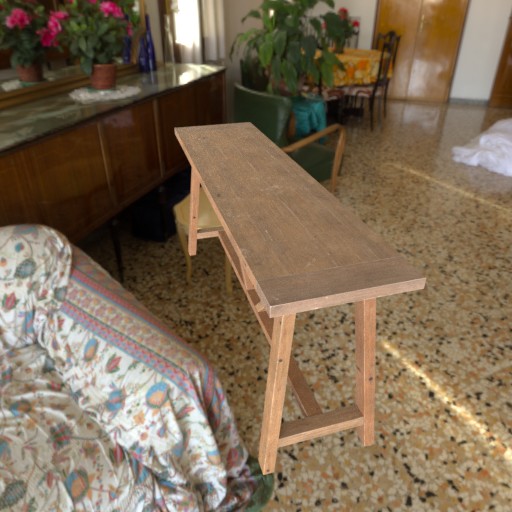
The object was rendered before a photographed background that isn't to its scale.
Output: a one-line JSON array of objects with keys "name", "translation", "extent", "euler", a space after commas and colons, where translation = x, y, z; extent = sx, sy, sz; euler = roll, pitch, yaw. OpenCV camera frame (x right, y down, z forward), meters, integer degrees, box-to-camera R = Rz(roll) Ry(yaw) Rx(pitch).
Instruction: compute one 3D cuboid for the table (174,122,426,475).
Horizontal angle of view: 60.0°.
[{"name": "table", "translation": [0.000, 0.000, 2.140], "extent": [0.465, 0.810, 1.800], "euler": [-9, 32, -14]}]
